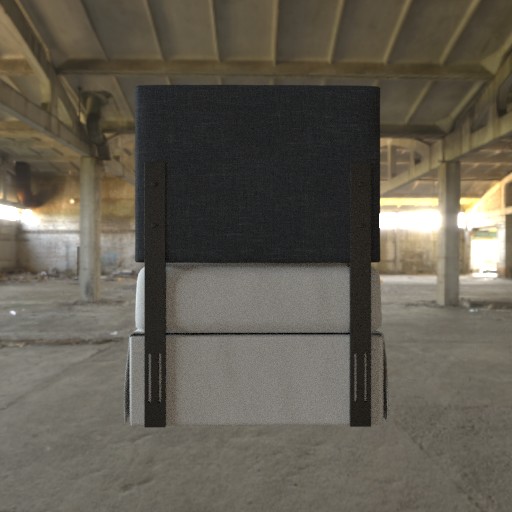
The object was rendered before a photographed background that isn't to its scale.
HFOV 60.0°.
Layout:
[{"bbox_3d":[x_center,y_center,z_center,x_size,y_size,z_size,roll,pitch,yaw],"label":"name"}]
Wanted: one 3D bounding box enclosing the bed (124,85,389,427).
[{"bbox_3d":[0.000,0.000,3.008,1.261,1.571,1.997,0,0,-1],"label":"bed"}]
